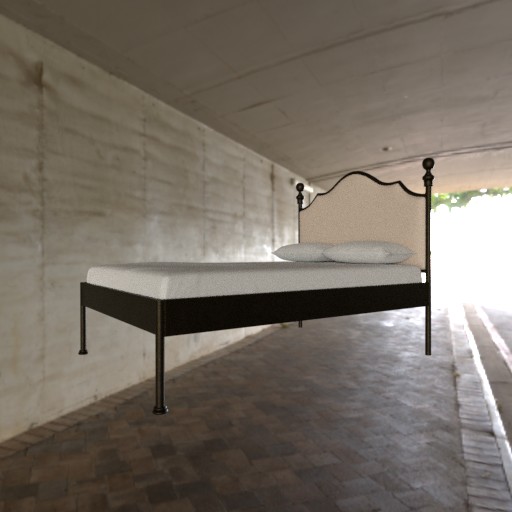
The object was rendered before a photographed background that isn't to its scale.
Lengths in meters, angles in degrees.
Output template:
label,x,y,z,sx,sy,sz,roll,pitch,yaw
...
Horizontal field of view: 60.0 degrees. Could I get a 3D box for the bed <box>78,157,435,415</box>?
label,x,y,z,sx,sy,sz,roll,pitch,yaw
bed,0.000,0.000,3.267,2.170,1.462,1.533,0,1,-35
